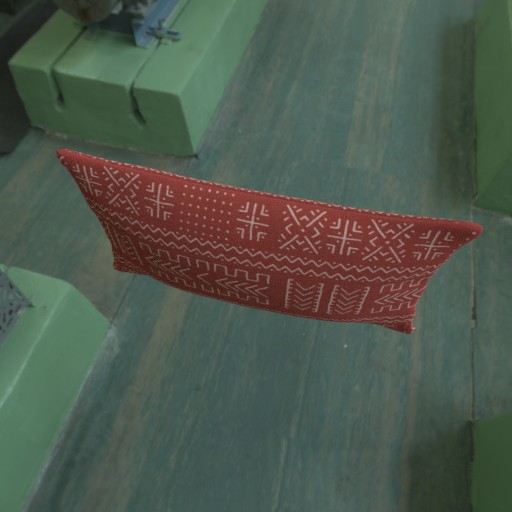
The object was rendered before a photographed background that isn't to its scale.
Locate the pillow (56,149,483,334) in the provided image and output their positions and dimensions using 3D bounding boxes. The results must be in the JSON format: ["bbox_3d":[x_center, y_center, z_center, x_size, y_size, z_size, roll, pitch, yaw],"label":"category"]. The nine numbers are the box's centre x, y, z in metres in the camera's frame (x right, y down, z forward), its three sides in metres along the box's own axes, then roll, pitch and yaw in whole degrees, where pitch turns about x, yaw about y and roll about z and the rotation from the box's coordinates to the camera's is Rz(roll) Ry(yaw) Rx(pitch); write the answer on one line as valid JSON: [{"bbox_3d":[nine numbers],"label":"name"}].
[{"bbox_3d":[0.000,0.000,0.776,0.640,0.352,0.130,11,58,7],"label":"pillow"}]
